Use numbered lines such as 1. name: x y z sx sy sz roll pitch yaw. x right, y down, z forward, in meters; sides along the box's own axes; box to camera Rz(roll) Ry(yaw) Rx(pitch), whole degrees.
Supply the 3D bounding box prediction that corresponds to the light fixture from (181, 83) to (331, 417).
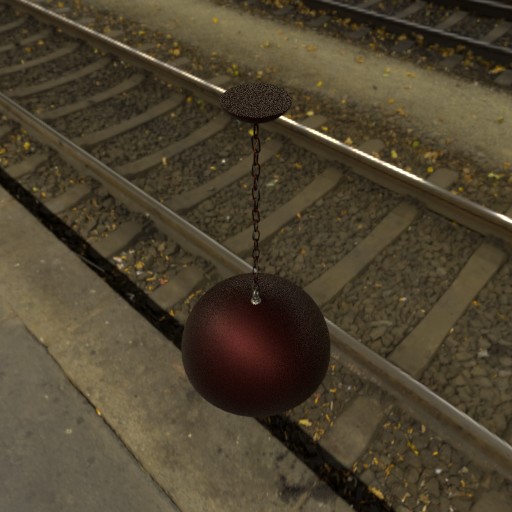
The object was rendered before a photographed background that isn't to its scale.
1. light fixture: 0.000 0.000 1.166 0.492 0.869 0.492 16 48 15
